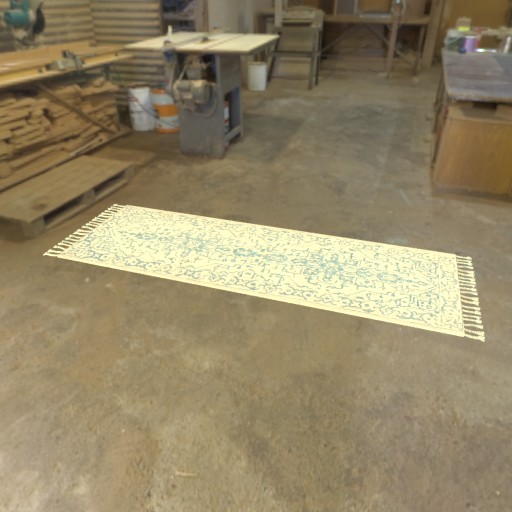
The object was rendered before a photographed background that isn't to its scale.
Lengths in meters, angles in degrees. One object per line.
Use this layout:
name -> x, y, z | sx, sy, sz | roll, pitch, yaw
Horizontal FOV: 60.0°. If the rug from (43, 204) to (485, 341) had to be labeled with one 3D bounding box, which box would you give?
rug -> 0.000, 0.000, 2.647 | 2.449, 0.011, 0.774 | 10, 33, 15
